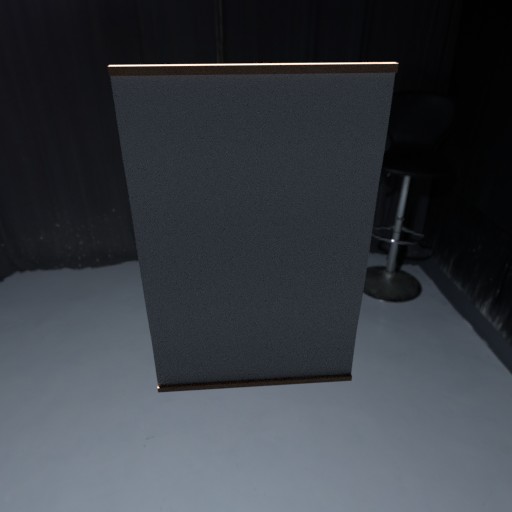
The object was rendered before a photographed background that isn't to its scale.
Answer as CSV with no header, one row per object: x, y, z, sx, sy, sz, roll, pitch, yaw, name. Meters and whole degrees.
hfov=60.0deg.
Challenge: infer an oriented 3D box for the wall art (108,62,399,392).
0.000,0.000,0.636,0.332,0.508,0.012,-2,30,-4,wall art
